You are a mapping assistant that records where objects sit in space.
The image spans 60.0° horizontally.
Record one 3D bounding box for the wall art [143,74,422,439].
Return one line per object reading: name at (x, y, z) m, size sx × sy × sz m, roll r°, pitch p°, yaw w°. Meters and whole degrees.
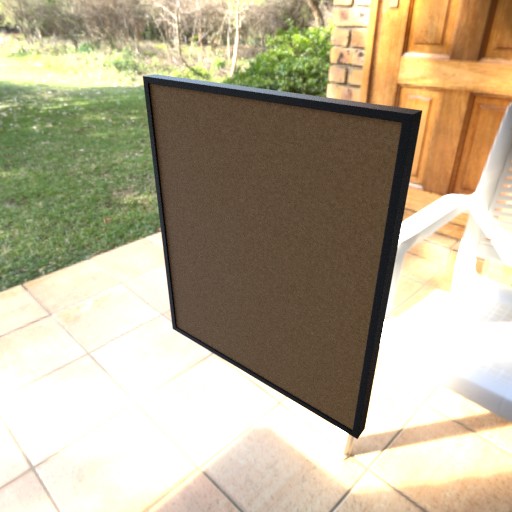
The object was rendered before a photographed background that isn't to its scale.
wall art at (0.000, 0.000, 0.536) m, size 0.330 × 0.381 × 0.019 m, roll 22°, pitch 36°, yaw 33°
